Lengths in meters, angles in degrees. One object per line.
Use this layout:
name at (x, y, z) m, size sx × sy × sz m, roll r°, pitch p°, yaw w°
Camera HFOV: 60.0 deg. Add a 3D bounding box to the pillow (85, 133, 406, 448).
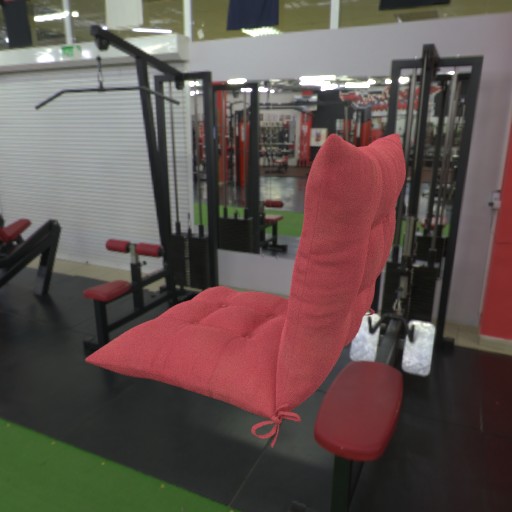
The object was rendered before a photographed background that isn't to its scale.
pillow at (0.000, 0.000, 0.998) m, size 0.585 × 0.536 × 0.541 m, roll 8°, pitch 18°, yaw 26°
